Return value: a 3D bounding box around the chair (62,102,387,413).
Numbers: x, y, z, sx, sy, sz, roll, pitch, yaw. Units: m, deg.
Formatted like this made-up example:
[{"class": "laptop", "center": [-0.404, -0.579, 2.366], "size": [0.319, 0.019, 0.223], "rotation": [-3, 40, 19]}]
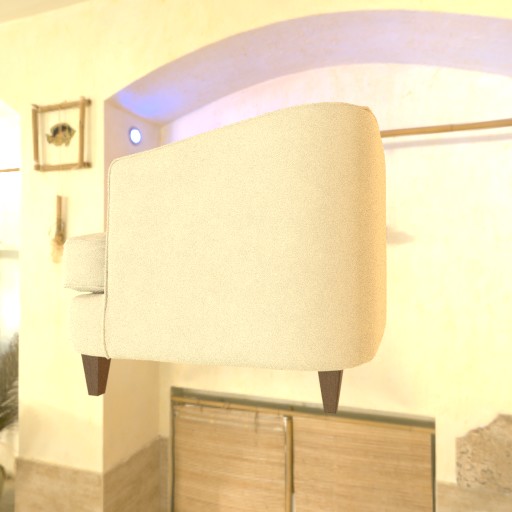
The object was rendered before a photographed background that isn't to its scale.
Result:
[{"class": "chair", "center": [0.000, 0.000, 1.699], "size": [0.941, 0.852, 1.104], "rotation": [0, 0, 19]}]
